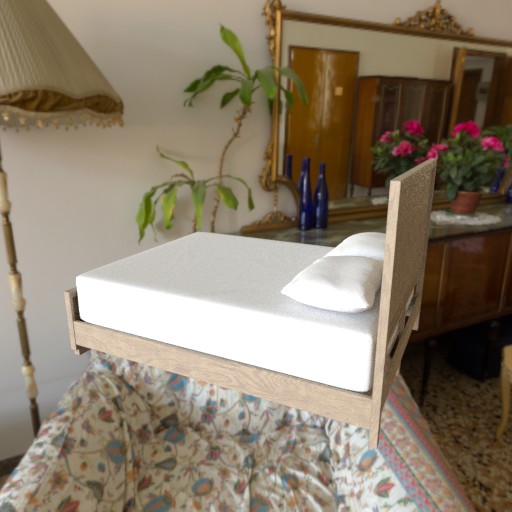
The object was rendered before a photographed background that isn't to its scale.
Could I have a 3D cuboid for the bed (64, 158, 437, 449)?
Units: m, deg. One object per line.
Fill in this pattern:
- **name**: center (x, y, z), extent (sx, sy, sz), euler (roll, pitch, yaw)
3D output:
- **bed**: center (0.000, 0.000, 3.248), extent (2.189, 1.369, 1.606), euler (8, 18, 25)
